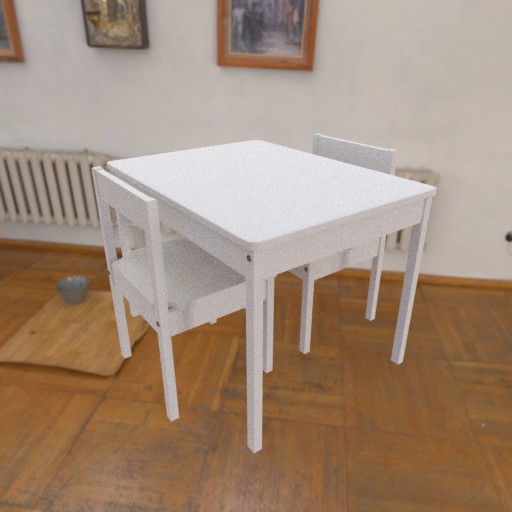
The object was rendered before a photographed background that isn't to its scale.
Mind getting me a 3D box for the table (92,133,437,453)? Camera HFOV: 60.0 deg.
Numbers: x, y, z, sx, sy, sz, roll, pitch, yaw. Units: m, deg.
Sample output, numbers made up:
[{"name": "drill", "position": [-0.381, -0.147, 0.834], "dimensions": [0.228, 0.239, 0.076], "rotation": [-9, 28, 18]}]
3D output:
[{"name": "table", "position": [0.000, 0.000, 1.137], "dimensions": [0.672, 0.503, 0.650], "rotation": [-18, 31, -32]}]
